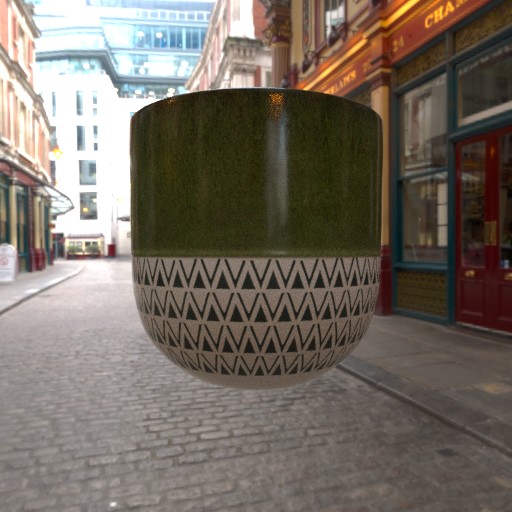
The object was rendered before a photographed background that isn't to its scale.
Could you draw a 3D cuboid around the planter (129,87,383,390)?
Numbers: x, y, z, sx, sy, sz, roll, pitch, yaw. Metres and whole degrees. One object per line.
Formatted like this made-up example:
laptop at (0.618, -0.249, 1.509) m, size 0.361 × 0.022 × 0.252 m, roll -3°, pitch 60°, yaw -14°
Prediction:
planter at (0.000, 0.000, 0.483) m, size 0.266 × 0.270 × 0.266 m, roll 0°, pitch 0°, yaw 0°
